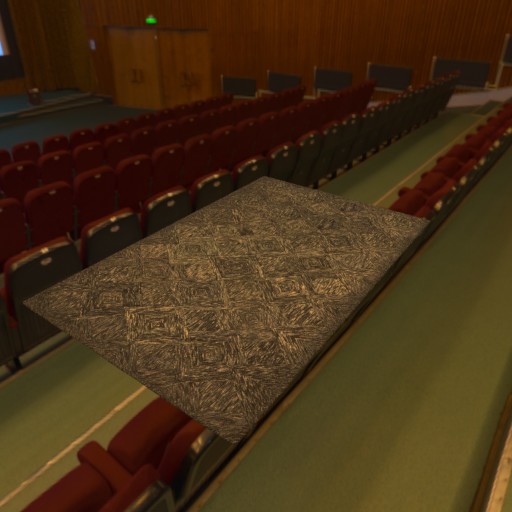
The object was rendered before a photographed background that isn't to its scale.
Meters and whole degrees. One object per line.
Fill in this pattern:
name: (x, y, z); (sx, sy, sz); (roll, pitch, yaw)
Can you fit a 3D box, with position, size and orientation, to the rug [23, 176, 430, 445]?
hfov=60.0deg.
rug: (0.000, 0.000, 2.160); (1.139, 0.010, 1.754); (21, 37, 30)
